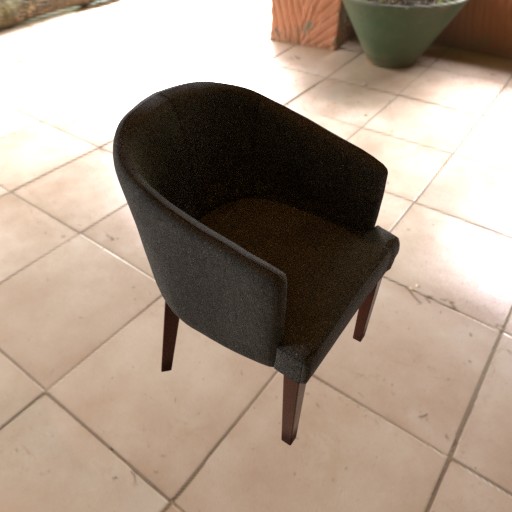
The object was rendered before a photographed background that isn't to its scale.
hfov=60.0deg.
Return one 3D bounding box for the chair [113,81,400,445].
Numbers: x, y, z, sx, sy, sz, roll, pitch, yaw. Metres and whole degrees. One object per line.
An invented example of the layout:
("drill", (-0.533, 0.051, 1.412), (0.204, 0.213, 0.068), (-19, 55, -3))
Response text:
("chair", (0.000, 0.000, 1.271), (0.655, 0.811, 0.583), (26, 49, 25))
